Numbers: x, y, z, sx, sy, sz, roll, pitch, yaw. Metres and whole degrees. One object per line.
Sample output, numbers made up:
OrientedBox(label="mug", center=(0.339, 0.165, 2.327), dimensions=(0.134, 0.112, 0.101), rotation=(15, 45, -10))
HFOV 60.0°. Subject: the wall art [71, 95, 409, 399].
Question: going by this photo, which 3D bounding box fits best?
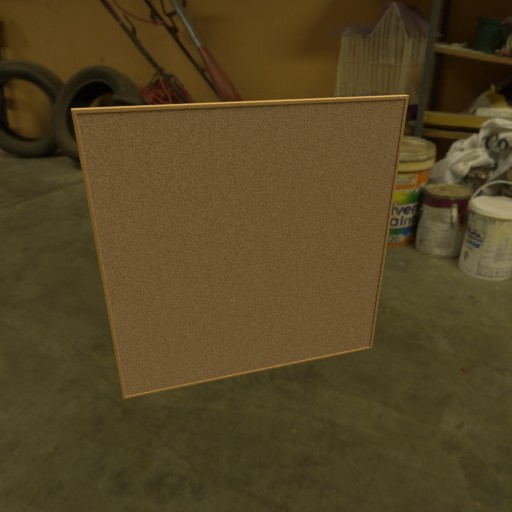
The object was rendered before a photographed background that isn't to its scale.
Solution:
OrientedBox(label="wall art", center=(0.000, 0.000, 0.987), dimensions=(0.657, 0.655, 0.014), rotation=(-8, 28, -15))
